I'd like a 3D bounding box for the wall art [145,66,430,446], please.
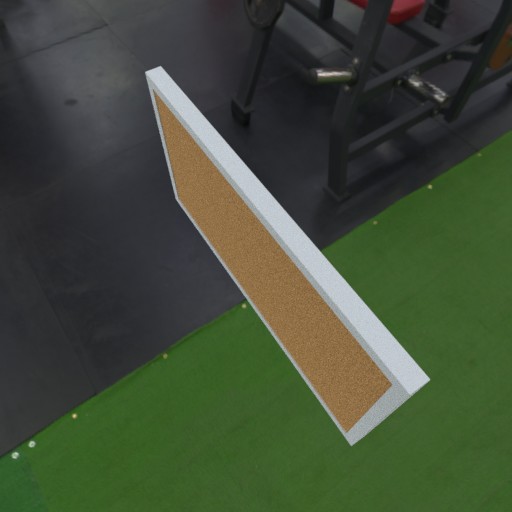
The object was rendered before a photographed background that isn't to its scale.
[{"bbox_3d":[0.000,0.000,0.959,0.038,0.431,0.812,-29,63,-17],"label":"wall art"}]
